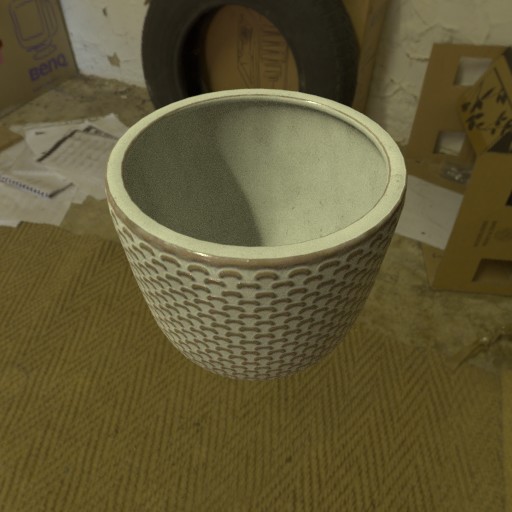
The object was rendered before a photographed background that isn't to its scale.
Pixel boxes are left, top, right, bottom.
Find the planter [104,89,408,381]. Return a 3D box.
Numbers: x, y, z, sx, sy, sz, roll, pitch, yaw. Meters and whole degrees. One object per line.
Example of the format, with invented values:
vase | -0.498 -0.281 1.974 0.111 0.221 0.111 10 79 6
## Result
planter | 0.000 0.000 0.357 0.197 0.191 0.197 0 46 0
